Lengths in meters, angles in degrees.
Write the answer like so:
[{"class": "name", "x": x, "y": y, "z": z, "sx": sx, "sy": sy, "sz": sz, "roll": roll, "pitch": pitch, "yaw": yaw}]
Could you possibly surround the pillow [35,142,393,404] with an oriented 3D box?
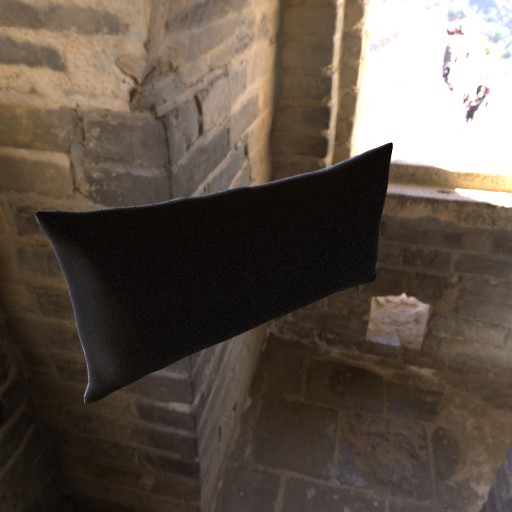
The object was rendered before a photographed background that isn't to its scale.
[{"class": "pillow", "x": 0.000, "y": 0.000, "z": 0.725, "sx": 0.609, "sy": 0.305, "sz": 0.151, "roll": -19, "pitch": 34, "yaw": -30}]
